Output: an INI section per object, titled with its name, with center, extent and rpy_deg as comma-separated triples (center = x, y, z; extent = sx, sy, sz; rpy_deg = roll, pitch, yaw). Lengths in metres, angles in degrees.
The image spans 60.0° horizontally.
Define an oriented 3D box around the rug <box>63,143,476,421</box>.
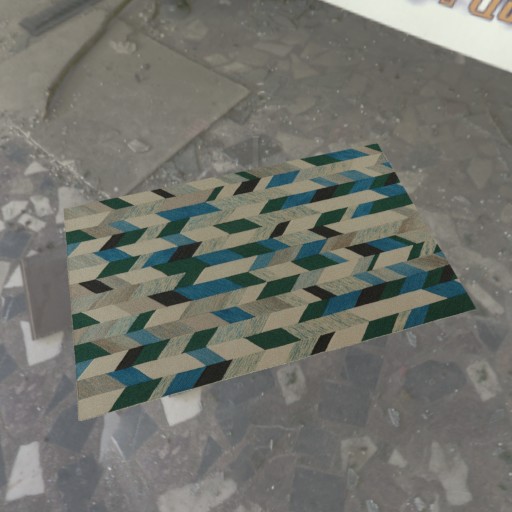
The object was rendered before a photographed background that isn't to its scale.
[rug]
center = 0.000, 0.000, 2.959
extent = 2.433, 0.007, 1.507
rpy_deg = -14, 60, -8
